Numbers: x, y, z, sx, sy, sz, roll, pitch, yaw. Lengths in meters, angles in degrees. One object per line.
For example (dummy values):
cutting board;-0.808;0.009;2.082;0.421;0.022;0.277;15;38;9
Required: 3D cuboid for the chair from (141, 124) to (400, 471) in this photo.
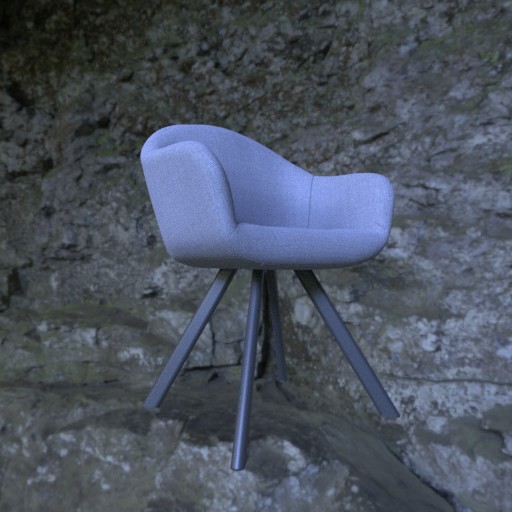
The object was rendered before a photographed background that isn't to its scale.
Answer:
chair;0.000;0.000;1.177;0.590;0.795;0.550;1;-1;-36
